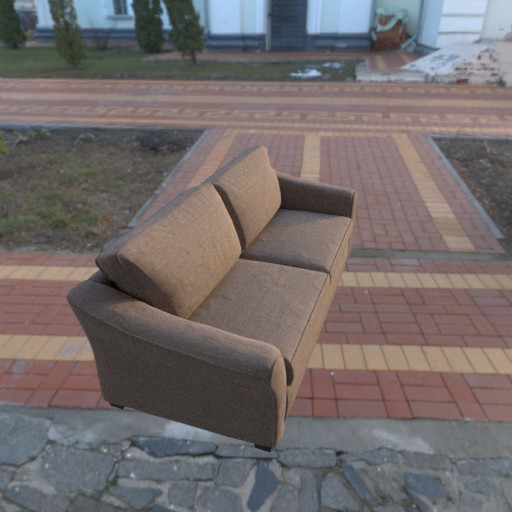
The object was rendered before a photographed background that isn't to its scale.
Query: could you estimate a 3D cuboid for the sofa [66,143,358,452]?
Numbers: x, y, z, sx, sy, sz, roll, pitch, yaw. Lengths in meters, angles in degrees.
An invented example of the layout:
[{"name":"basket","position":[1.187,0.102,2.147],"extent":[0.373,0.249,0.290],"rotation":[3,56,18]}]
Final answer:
[{"name":"sofa","position":[0.000,0.000,2.830],"extent":[0.980,0.965,2.270],"rotation":[10,30,17]}]
